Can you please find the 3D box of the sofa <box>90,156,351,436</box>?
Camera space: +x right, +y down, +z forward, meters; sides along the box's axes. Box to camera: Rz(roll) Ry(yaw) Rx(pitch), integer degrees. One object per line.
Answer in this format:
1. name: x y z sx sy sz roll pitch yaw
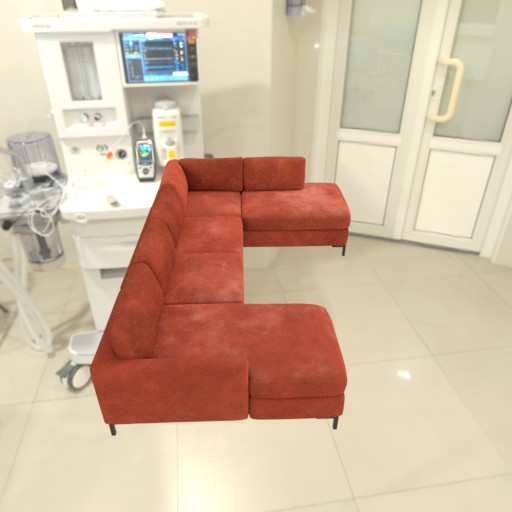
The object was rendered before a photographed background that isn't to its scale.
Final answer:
1. sofa: 0.000 0.000 3.843 1.981 0.858 2.971 -1 32 -2
